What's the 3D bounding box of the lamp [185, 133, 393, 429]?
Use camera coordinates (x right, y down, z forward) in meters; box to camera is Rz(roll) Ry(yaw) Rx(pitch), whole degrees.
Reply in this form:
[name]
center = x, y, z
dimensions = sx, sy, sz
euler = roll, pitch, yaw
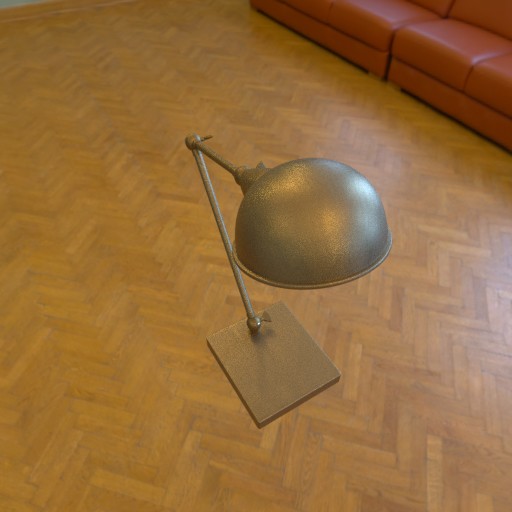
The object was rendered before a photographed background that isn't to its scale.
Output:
[lamp]
center = 0.000, 0.000, 0.554
dimensions = 0.149, 0.371, 0.339
euler = -24, 51, -21
